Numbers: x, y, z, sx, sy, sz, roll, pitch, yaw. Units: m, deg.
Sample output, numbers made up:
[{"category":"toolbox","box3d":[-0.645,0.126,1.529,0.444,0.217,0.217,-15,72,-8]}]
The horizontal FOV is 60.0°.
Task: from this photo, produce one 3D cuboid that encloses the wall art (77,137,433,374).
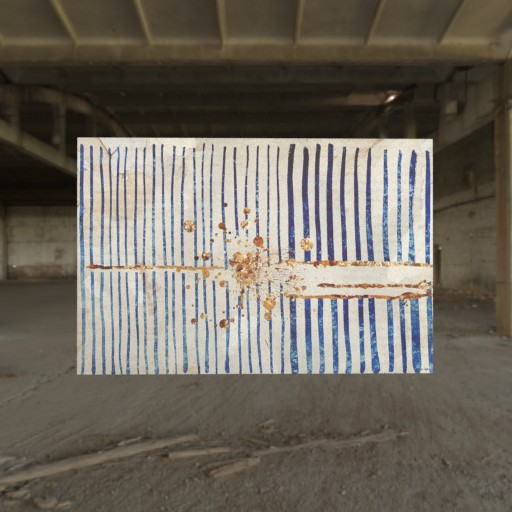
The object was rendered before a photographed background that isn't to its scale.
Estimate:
[{"category":"wall art","box3d":[0.000,0.000,1.442,1.143,0.757,0.038,0,0,-1]}]
